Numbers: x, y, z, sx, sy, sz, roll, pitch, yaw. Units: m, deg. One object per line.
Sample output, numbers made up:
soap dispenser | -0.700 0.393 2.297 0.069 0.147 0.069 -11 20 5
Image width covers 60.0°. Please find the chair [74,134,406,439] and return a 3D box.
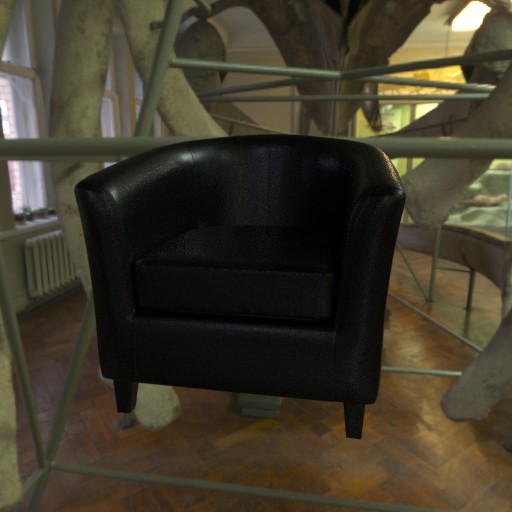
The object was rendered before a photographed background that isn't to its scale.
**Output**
chair | 0.000 0.000 1.390 0.793 0.756 0.727 2 14 10
